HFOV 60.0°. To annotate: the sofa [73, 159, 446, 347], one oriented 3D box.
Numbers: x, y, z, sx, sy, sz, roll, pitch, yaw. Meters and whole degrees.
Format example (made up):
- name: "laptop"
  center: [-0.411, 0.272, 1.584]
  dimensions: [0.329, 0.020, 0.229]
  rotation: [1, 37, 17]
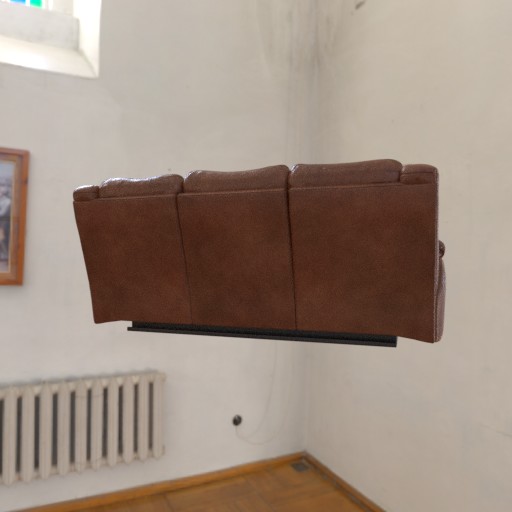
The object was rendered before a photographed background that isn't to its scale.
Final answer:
- name: "sofa"
  center: [0.000, 0.000, 2.976]
  dimensions: [2.337, 1.043, 0.991]
  rotation: [0, 0, 19]
